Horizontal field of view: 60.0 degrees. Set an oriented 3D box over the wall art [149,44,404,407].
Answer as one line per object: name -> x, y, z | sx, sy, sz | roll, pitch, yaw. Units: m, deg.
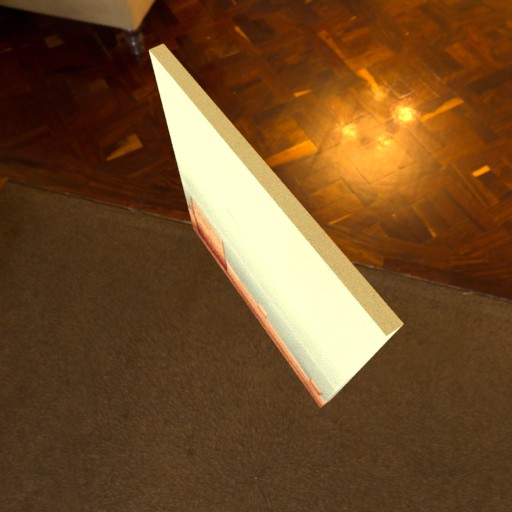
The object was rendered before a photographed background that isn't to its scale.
wall art -> 0.000, 0.000, 0.917 | 0.034, 0.605, 0.605 | -31, 67, -15
